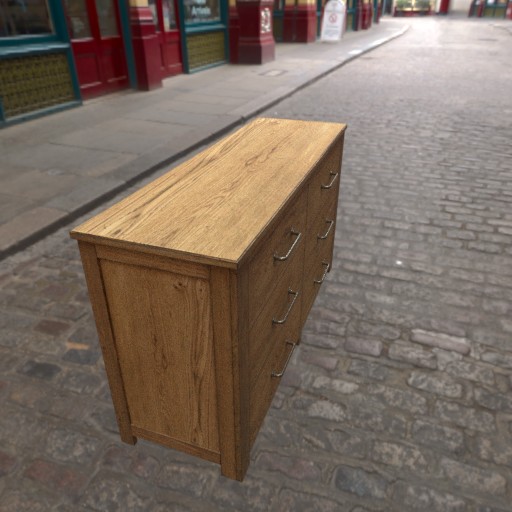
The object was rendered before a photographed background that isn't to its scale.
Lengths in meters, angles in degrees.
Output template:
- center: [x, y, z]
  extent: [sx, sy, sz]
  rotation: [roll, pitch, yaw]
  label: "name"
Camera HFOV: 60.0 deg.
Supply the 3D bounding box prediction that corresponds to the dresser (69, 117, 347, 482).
- center: [0.000, 0.000, 2.115]
  extent: [0.563, 0.932, 1.657]
  rotation: [10, 31, 17]
  label: "dresser"
